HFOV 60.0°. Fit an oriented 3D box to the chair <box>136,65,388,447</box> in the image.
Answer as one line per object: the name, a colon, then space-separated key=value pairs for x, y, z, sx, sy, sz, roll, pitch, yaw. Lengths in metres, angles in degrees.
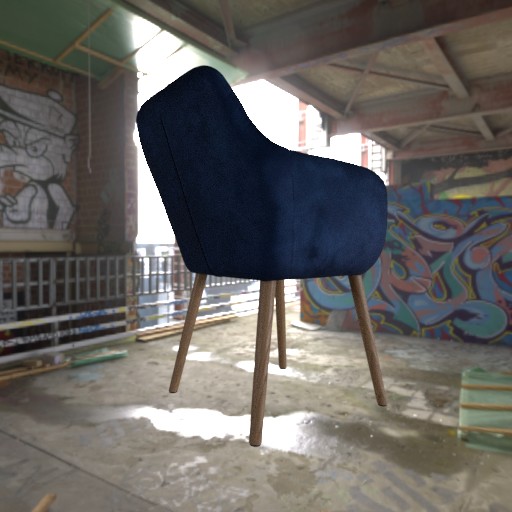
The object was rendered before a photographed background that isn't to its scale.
chair: x=0.000 y=0.000 z=1.240 sx=0.573 sy=0.826 sz=0.578 roll=-1 pitch=2 yaw=-35
